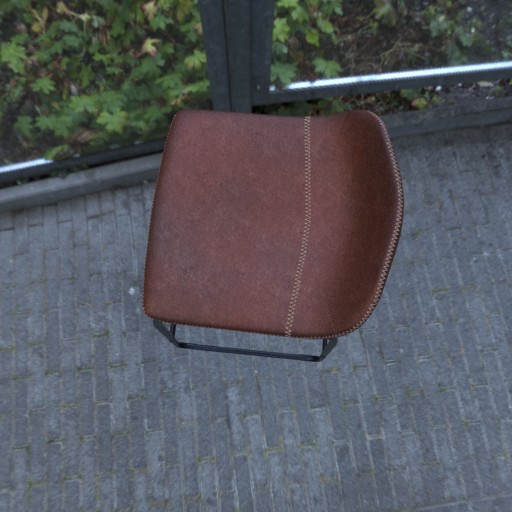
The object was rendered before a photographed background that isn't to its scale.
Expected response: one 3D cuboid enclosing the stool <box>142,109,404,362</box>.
[{"bbox_3d":[0.000,0.000,1.097,0.473,0.830,0.454,5,75,1],"label":"stool"}]
